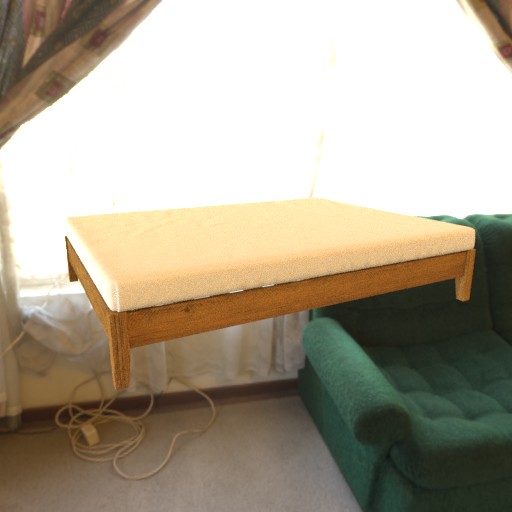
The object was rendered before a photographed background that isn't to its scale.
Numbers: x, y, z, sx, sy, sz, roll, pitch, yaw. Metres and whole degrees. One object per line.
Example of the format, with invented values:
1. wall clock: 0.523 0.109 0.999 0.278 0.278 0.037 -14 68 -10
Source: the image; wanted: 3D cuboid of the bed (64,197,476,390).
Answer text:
1. bed: 0.000 0.000 2.719 2.016 0.431 1.536 -8 17 -27
